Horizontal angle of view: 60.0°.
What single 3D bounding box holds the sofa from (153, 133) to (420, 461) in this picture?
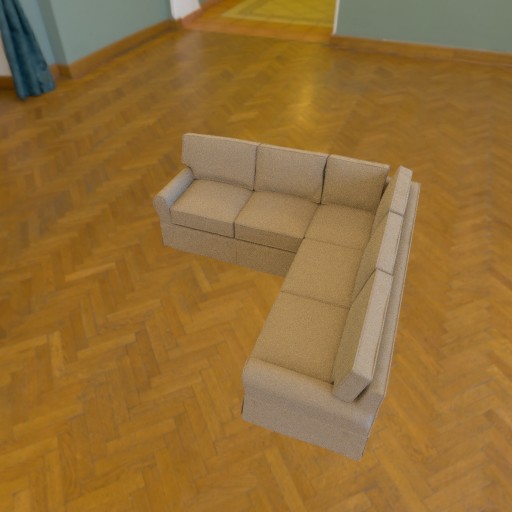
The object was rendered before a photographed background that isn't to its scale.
[{"bbox_3d":[0.000,0.000,4.289,2.730,1.124,2.733,14,43,15],"label":"sofa"}]
